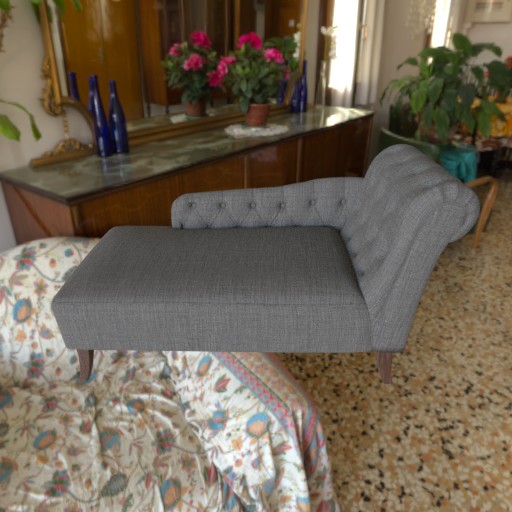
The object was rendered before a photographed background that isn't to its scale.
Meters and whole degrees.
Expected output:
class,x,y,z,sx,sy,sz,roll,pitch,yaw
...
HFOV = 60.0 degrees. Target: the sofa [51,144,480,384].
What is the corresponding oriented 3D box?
class,x,y,z,sx,sy,sz,roll,pitch,yaw
sofa,0.000,0.000,1.761,1.379,0.787,0.675,1,26,1
